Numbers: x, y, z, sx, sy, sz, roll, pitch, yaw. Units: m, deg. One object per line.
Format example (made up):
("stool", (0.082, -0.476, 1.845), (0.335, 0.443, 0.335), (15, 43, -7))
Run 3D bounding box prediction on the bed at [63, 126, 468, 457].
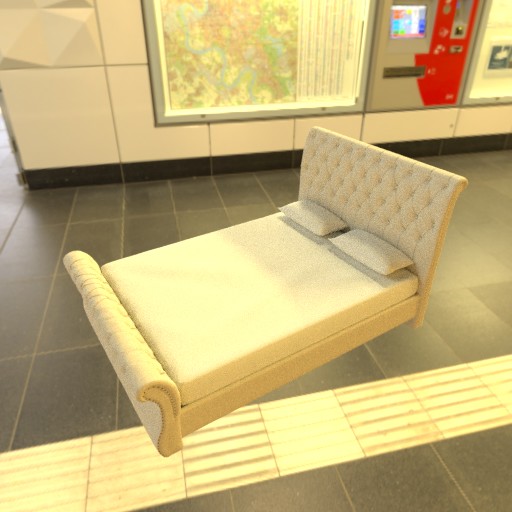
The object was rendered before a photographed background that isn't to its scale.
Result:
("bed", (0.000, 0.000, 3.381), (2.493, 1.268, 1.606), (-19, 36, -28))
